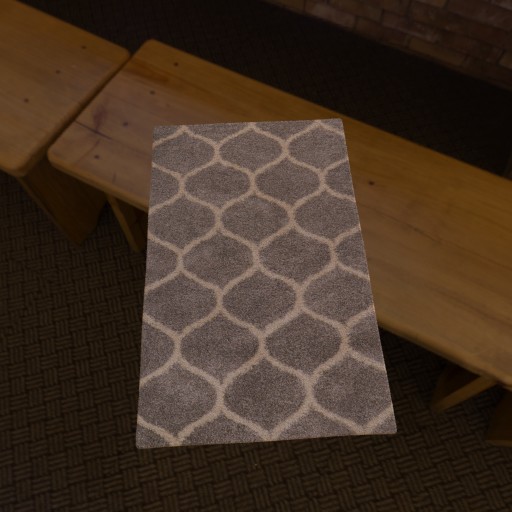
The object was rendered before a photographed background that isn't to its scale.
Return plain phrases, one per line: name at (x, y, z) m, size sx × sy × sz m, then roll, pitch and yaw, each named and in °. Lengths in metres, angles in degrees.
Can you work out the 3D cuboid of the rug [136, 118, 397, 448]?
rug at (0.000, 0.000, 3.037) m, size 1.501 × 0.025 × 2.348 m, roll -3°, pitch 65°, yaw -1°
